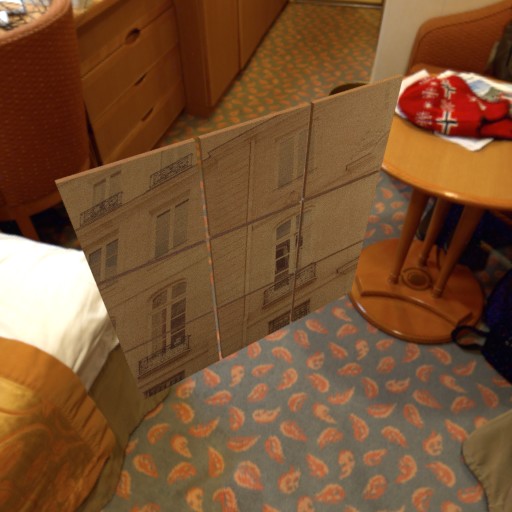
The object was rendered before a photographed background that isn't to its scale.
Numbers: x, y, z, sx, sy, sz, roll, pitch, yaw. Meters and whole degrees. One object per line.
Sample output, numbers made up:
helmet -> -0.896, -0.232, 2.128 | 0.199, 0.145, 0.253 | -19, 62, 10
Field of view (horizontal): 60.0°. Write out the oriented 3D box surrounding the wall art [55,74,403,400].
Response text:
wall art -> 0.000, 0.000, 1.355 | 0.915, 0.913, 0.018 | -24, 51, -21
